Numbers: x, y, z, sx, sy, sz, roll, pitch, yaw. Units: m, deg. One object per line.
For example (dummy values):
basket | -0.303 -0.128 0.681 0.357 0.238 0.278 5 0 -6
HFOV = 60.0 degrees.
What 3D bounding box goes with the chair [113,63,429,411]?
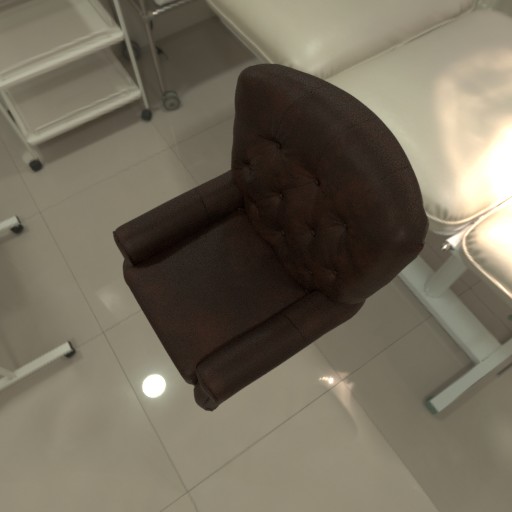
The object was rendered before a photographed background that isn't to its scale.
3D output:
chair | 0.000 0.000 1.906 1.058 1.158 0.948 -31 68 -14
